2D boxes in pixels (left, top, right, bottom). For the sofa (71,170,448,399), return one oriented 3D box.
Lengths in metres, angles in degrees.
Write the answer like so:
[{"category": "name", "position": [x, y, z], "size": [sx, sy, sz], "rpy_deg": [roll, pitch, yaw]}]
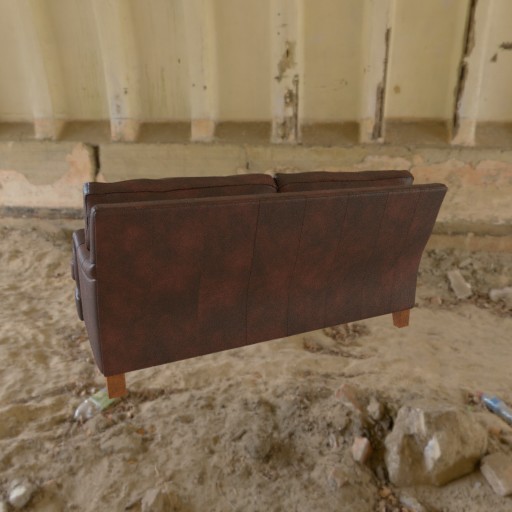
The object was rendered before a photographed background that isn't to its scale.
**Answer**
[{"category": "sofa", "position": [0.000, 0.000, 2.828], "size": [2.144, 1.071, 1.147], "rpy_deg": [-7, 17, -25]}]
